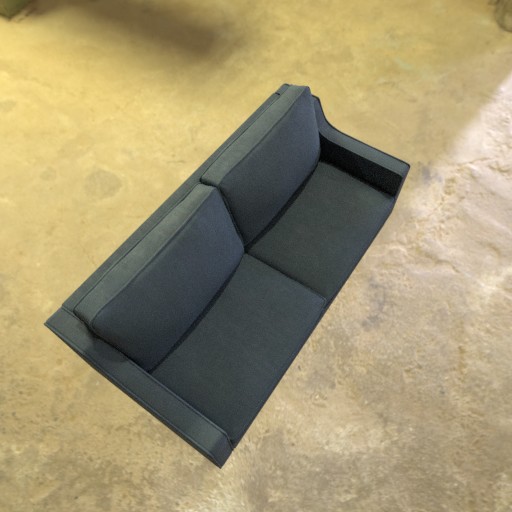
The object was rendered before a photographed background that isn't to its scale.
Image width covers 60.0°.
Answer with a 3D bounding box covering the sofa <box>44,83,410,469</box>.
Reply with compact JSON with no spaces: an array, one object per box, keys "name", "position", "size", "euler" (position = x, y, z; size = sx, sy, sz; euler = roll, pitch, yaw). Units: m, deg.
[{"name":"sofa","position":[0.000,0.000,2.787],"size":[1.066,1.071,2.178],"euler":[31,64,17]}]
